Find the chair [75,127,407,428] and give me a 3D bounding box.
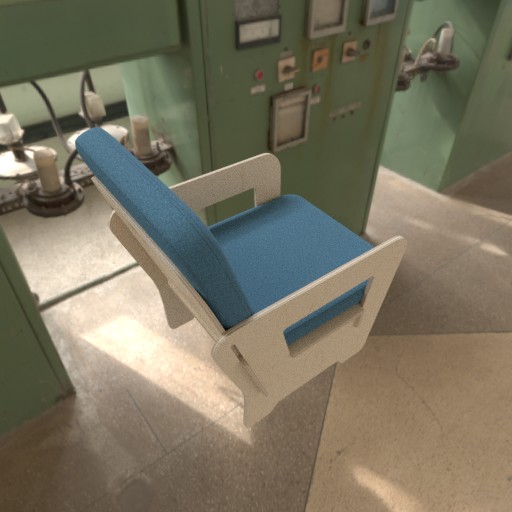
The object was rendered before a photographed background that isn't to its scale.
[{"bbox_3d":[0.000,0.000,1.179,0.657,0.747,0.547,-26,47,-27],"label":"chair"}]
